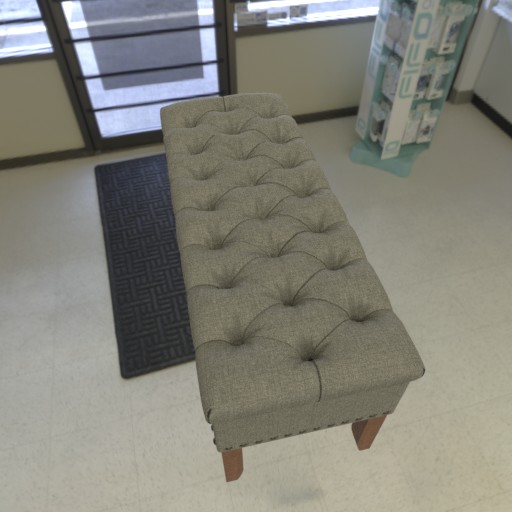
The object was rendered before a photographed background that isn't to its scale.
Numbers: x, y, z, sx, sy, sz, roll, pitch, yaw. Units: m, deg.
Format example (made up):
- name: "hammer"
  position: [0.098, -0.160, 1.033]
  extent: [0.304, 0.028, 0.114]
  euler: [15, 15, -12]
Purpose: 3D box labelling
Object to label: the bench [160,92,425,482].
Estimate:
- name: "bench"
  position: [0.000, 0.000, 1.271]
  extent: [0.417, 0.470, 1.052]
  euler: [-9, 48, -8]
